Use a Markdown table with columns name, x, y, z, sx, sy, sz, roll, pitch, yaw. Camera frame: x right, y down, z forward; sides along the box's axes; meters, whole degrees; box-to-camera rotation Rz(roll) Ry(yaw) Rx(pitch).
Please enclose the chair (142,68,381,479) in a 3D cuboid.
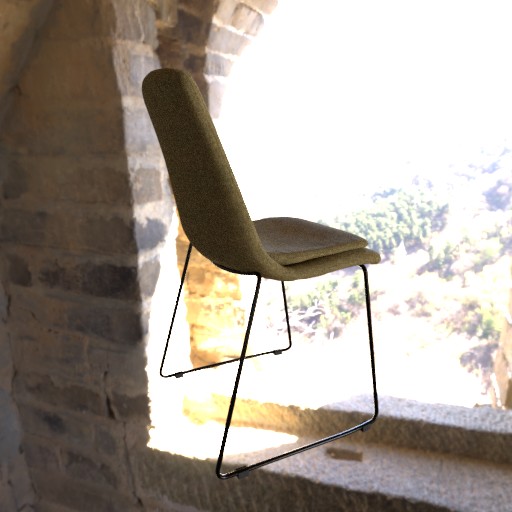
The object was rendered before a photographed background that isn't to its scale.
| name | x | y | z | sx | sy | sz | roll | pitch | yaw |
| --- | --- | --- | --- | --- | --- | --- | --- | --- | --- |
| chair | 0.000 | 0.000 | 1.128 | 0.496 | 0.849 | 0.479 | -7 | 17 | -26 |
